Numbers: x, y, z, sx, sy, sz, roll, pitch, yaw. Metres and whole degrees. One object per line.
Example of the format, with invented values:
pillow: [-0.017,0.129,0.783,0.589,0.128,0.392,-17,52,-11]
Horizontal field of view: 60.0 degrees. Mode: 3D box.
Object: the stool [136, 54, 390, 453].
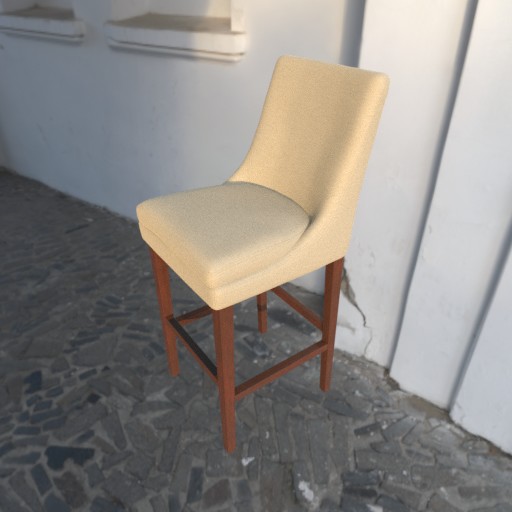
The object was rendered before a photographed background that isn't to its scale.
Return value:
stool: [0.000,0.000,1.385,0.577,1.078,0.470,-21,38,-29]
